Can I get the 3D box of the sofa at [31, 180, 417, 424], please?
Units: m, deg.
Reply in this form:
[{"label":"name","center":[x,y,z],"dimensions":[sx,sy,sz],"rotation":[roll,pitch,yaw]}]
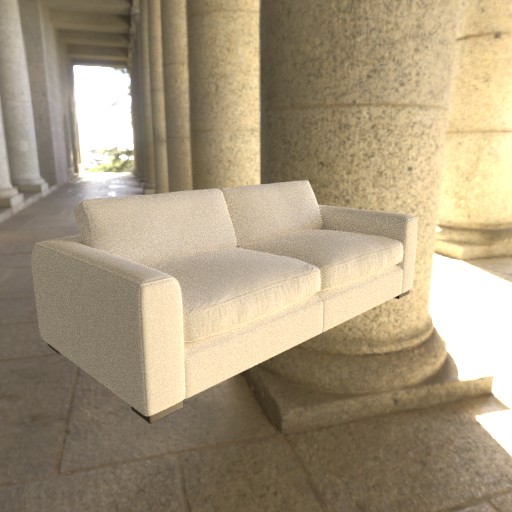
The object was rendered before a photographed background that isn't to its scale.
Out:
[{"label":"sofa","center":[0.000,0.000,2.723],"dimensions":[1.070,0.801,2.262],"rotation":[13,19,43]}]
